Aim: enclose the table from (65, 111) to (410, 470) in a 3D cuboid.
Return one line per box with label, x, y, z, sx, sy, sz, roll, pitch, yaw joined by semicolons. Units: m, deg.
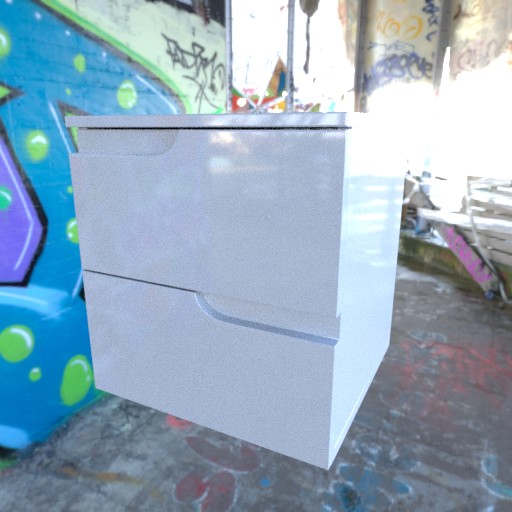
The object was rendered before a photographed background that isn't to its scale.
table;0.000;0.000;0.787;0.420;0.470;0.400;8;18;26
